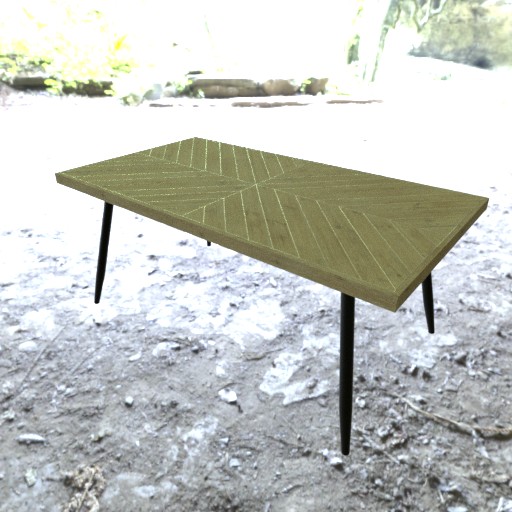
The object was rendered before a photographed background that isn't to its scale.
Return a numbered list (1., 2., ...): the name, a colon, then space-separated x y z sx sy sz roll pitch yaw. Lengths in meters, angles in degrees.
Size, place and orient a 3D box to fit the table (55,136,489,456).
1. table: 0.000 0.000 2.257 1.803 0.762 0.991 21 35 33
